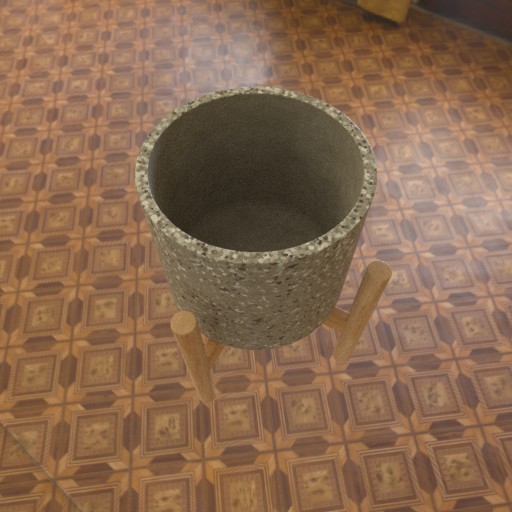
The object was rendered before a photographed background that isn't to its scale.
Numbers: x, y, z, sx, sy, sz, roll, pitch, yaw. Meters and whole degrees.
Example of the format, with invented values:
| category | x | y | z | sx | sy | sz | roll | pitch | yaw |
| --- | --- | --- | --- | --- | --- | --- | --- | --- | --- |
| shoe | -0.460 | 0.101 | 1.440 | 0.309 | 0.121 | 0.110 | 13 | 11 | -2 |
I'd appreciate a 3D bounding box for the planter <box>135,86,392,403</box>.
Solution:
| category | x | y | z | sx | sy | sz | roll | pitch | yaw |
| --- | --- | --- | --- | --- | --- | --- | --- | --- | --- |
| planter | 0.000 | 0.000 | 0.545 | 0.284 | 0.320 | 0.284 | -34 | 63 | -20 |
